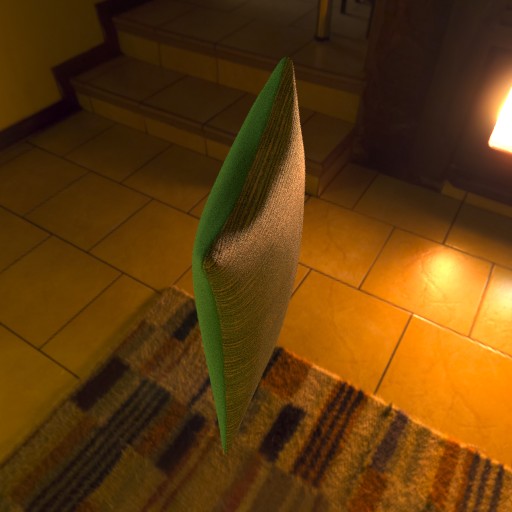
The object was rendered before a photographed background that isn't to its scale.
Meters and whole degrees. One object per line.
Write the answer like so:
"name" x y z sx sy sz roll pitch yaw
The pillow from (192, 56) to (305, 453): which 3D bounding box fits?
"pillow" 0.000 0.000 0.779 0.150 0.497 0.514 9 47 8
